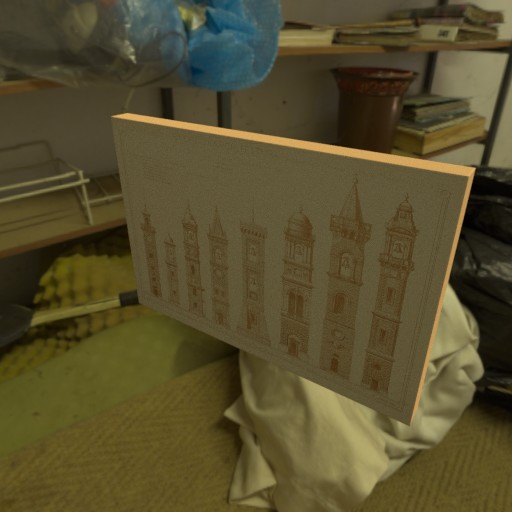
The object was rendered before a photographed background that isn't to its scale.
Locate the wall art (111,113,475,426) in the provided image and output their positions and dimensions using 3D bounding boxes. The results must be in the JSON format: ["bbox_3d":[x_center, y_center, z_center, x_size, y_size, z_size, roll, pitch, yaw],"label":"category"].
[{"bbox_3d":[0.000,0.000,0.765,0.609,0.407,0.039,18,33,29],"label":"wall art"}]
